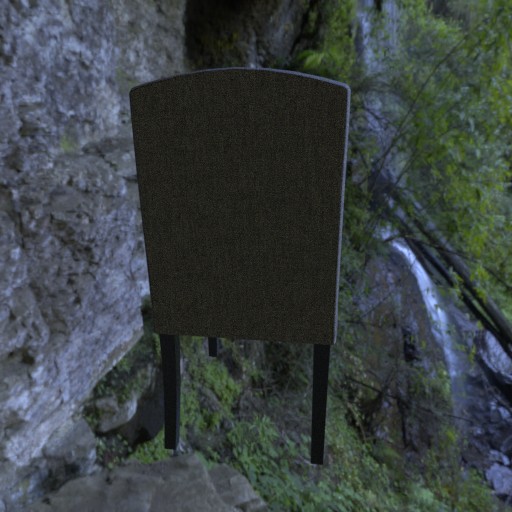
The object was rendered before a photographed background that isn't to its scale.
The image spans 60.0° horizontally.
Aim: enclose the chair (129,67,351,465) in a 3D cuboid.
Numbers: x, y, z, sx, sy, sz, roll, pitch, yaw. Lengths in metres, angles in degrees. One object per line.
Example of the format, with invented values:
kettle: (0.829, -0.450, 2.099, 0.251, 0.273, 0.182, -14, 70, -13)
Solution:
chair: (0.000, 0.000, 1.246, 0.451, 0.917, 0.580, 2, 16, 8)
